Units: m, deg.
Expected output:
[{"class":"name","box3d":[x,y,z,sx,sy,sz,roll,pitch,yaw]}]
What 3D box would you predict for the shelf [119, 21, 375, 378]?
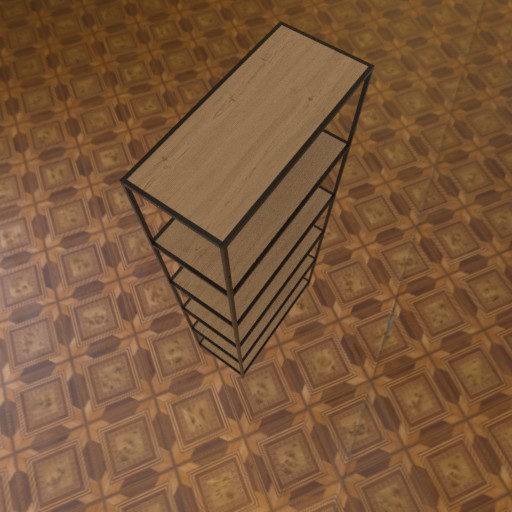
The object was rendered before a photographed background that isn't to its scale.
[{"class":"shelf","box3d":[0.000,0.000,2.110,0.350,1.850,0.770,33,69,14]}]
